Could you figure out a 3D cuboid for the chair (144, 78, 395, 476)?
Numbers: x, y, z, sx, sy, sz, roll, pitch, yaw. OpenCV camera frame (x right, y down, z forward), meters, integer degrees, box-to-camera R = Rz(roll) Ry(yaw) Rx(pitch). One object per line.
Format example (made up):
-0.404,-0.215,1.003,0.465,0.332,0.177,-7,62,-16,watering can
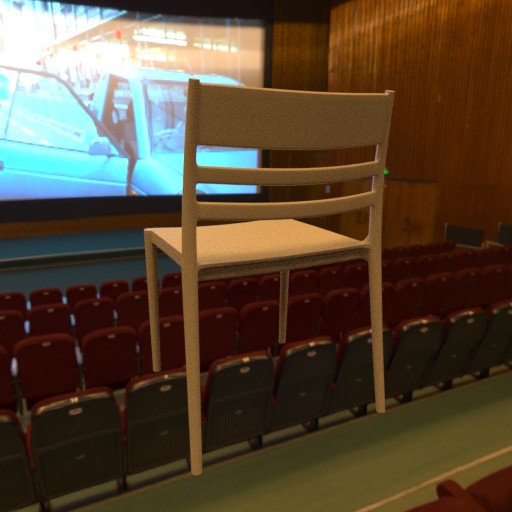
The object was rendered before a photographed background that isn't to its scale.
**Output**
0.000,0.000,1.160,0.531,0.800,0.511,-7,16,-25,chair
